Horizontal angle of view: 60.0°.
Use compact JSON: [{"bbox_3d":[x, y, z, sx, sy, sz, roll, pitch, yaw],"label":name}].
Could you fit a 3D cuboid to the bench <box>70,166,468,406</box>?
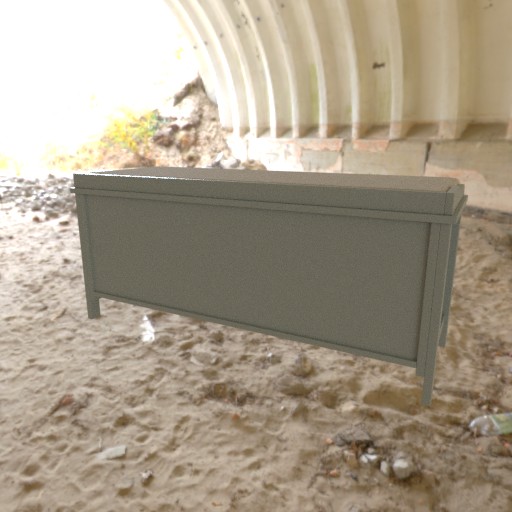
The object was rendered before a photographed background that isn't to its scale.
[{"bbox_3d":[0.000,0.000,1.387,1.140,0.501,0.398,8,17,27],"label":"bench"}]
